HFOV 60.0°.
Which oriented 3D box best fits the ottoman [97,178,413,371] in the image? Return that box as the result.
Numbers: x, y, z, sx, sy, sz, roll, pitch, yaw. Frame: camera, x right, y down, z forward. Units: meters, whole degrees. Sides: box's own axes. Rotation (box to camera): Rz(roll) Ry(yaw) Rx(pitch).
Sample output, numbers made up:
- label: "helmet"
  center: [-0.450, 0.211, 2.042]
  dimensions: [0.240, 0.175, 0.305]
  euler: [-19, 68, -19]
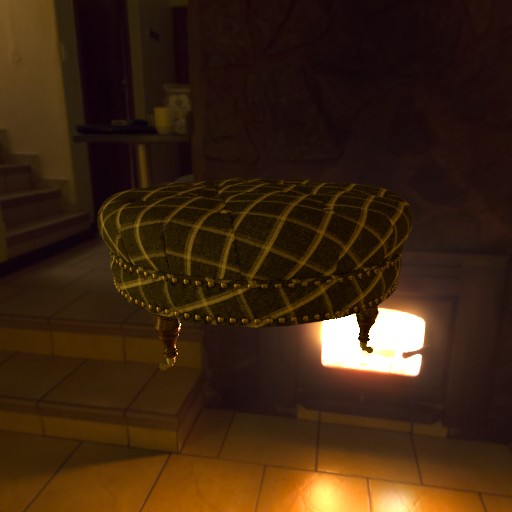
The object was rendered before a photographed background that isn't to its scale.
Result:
- label: "ottoman"
  center: [0.000, 0.000, 1.371]
  dimensions: [0.901, 0.439, 0.901]
  euler: [0, 15, 0]
